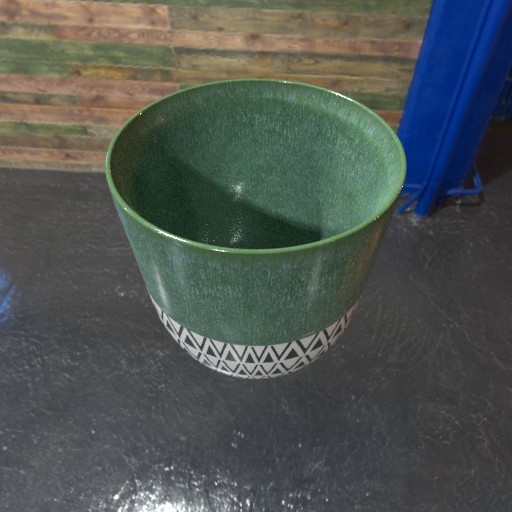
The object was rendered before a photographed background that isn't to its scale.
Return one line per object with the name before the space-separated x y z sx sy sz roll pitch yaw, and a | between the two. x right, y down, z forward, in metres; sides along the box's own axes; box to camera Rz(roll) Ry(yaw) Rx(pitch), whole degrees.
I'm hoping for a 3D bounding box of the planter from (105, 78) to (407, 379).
planter | 0.000 0.000 0.371 0.195 0.214 0.195 0 47 0
